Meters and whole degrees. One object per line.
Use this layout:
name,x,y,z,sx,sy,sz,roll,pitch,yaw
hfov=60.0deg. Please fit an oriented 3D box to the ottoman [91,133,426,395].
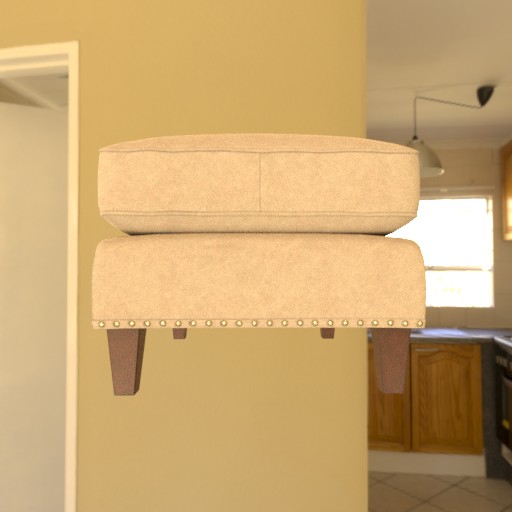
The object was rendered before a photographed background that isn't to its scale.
ottoman,0.000,0.000,1.127,0.584,0.513,0.741,0,-2,-1
